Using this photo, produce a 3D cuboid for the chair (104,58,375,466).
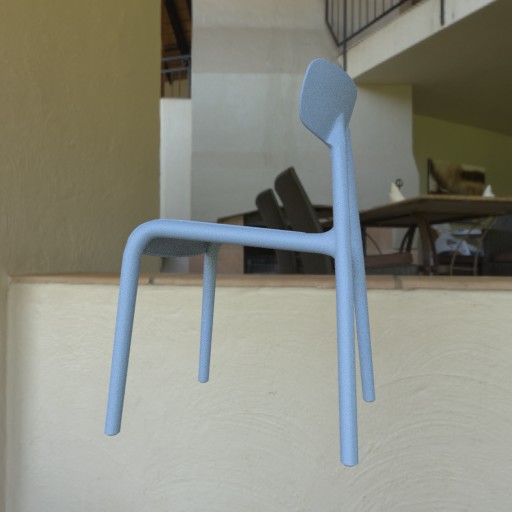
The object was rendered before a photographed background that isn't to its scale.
[{"bbox_3d":[0.000,0.000,0.817,0.401,0.580,0.356,0,-1,19],"label":"chair"}]
